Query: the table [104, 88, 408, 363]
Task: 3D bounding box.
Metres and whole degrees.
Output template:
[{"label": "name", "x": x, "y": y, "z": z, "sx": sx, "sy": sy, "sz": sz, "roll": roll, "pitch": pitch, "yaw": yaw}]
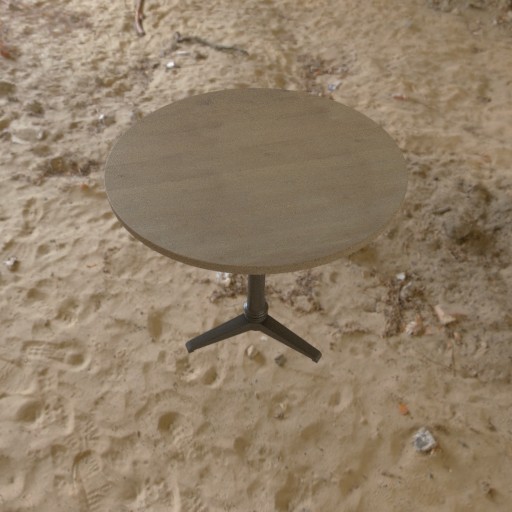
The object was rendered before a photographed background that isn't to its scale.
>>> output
[{"label": "table", "x": 0.000, "y": 0.000, "z": 1.480, "sx": 0.800, "sy": 0.780, "sz": 0.800, "roll": 0, "pitch": 47, "yaw": 0}]
